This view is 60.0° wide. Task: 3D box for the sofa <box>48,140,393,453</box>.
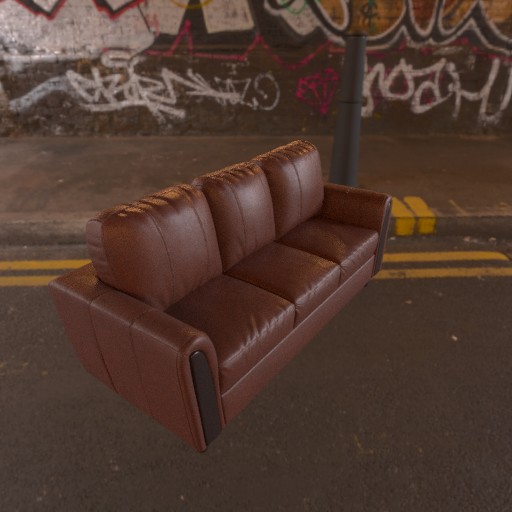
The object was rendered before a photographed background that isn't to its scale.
[{"bbox_3d":[0.000,0.000,2.345,0.802,0.915,1.862,19,33,32],"label":"sofa"}]
